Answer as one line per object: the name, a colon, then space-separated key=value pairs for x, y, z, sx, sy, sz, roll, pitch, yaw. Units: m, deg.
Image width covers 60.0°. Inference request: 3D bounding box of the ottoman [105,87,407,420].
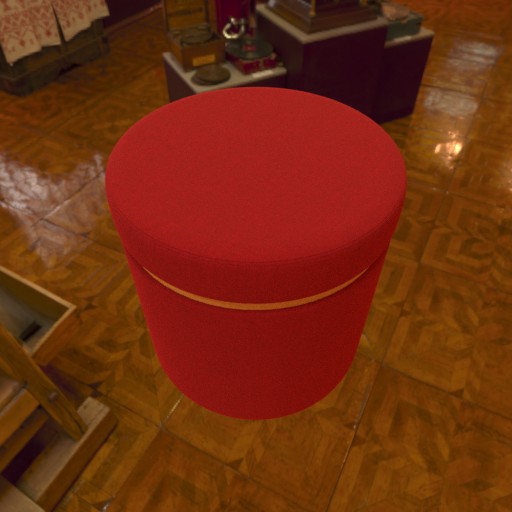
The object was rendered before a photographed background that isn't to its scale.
ottoman: x=0.000 y=0.000 z=0.734 sx=0.400 sy=0.406 sz=0.400 roll=0 pitch=47 yaw=0
